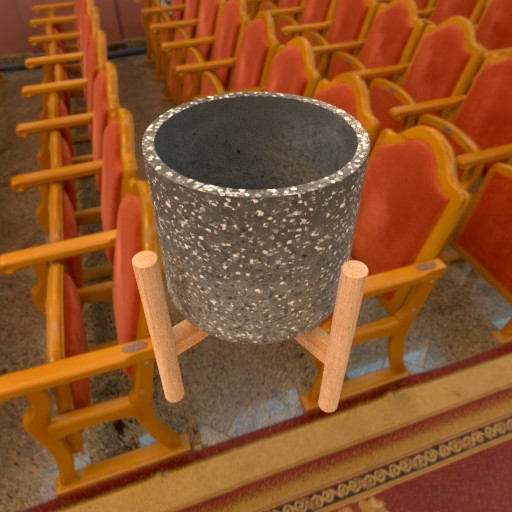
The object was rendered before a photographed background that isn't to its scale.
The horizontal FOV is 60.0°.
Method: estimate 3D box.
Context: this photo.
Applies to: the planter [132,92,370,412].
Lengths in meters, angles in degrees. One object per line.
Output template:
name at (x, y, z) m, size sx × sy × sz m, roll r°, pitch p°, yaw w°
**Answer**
planter at (0.000, 0.000, 0.544) m, size 0.284 × 0.320 × 0.284 m, roll -12°, pitch 43°, yaw -14°
